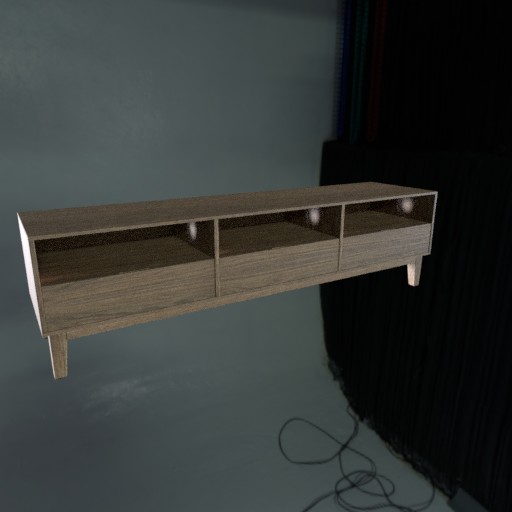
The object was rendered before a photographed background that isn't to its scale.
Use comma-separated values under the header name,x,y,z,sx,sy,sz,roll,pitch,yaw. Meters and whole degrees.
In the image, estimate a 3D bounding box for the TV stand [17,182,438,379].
name,x,y,z,sx,sy,sz,roll,pitch,yaw
TV stand,0.000,0.000,1.626,1.482,0.409,0.366,-10,19,-29
